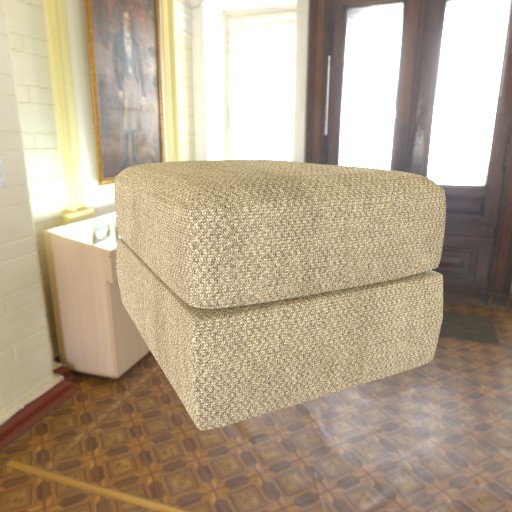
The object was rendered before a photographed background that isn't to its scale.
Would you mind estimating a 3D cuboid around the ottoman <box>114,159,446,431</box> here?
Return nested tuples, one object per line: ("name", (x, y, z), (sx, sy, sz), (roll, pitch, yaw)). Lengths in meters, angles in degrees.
("ottoman", (0.000, 0.000, 1.163), (0.603, 0.476, 0.751), (-7, 17, -26))
